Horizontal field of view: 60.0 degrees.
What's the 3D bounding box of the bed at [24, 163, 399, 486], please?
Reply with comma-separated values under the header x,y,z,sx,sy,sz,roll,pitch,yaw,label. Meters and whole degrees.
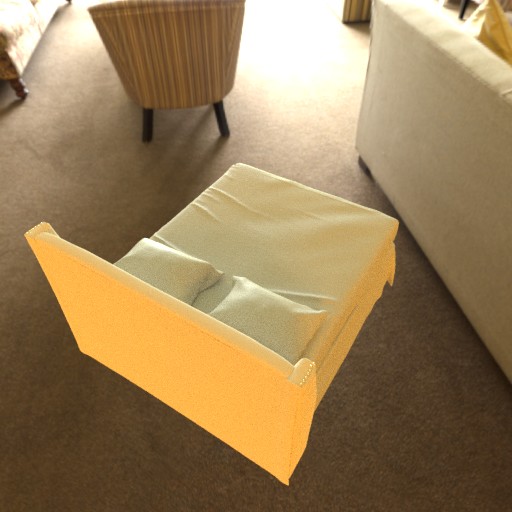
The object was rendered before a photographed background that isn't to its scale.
x,y,z,sx,sy,sz,roll,pitch,yaw,label
0.000,0.000,3.433,1.925,1.332,2.276,24,50,22,bed
